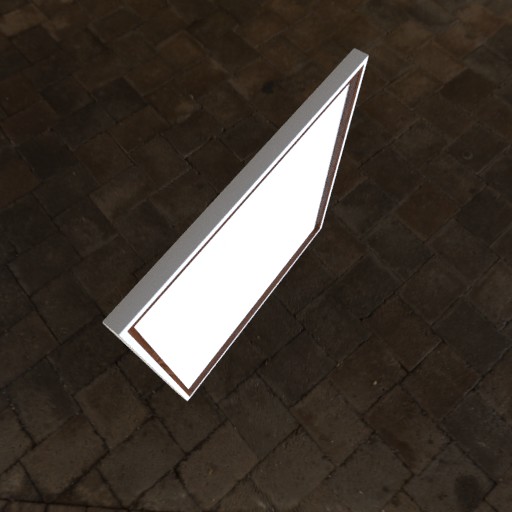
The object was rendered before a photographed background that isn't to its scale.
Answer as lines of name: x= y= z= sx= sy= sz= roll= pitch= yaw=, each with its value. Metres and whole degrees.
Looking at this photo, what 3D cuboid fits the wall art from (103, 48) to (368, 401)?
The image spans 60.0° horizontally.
wall art: x=0.000 y=0.000 z=1.542 sx=0.049 sy=1.009 sz=1.009 roll=34 pitch=69 yaw=15
